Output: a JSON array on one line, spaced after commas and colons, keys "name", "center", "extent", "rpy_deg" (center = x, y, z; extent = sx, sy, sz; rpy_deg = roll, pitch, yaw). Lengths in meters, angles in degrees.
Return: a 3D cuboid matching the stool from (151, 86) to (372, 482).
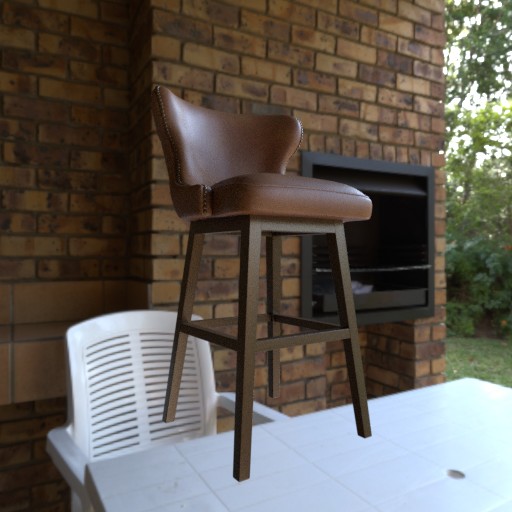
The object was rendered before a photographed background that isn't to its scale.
[{"name": "stool", "center": [0.000, 0.000, 1.424], "extent": [0.591, 1.087, 0.606], "rpy_deg": [0, 0, -35]}]
